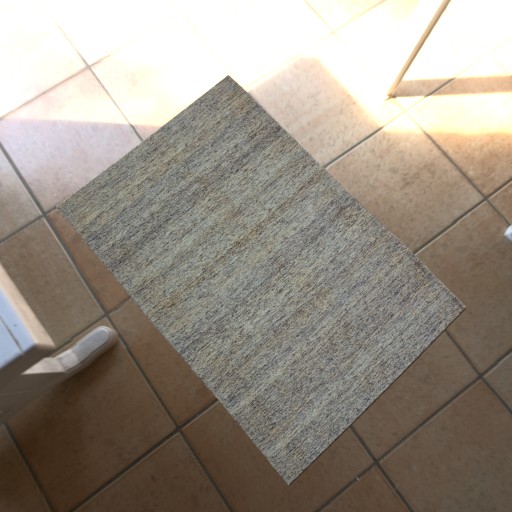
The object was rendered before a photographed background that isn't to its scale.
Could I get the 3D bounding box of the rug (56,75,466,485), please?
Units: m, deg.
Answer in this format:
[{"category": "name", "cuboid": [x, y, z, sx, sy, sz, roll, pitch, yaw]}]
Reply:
[{"category": "rug", "cuboid": [0.000, 0.000, 2.320, 1.243, 0.014, 1.846, -41, 79, -10]}]
